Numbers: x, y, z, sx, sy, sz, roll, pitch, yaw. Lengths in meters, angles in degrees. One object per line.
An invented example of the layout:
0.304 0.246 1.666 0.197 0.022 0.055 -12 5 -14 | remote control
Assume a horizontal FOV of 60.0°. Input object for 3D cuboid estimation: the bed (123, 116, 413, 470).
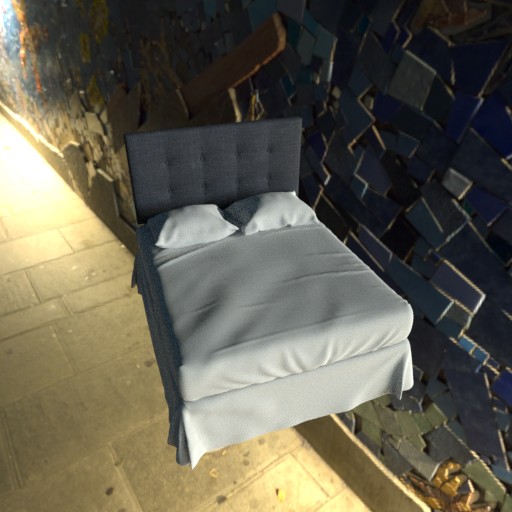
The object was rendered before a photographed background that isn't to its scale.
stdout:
0.000 0.000 3.538 1.936 1.577 2.222 -11 33 -17 | bed
